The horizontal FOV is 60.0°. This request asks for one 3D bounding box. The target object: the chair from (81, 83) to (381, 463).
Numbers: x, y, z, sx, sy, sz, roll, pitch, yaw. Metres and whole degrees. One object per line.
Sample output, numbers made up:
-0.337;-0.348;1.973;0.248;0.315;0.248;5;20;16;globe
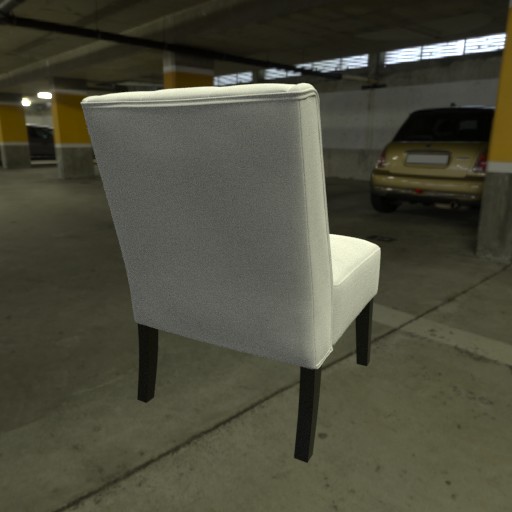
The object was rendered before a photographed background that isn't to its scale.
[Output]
0.000;0.000;1.267;0.569;0.853;0.676;8;17;28;chair
